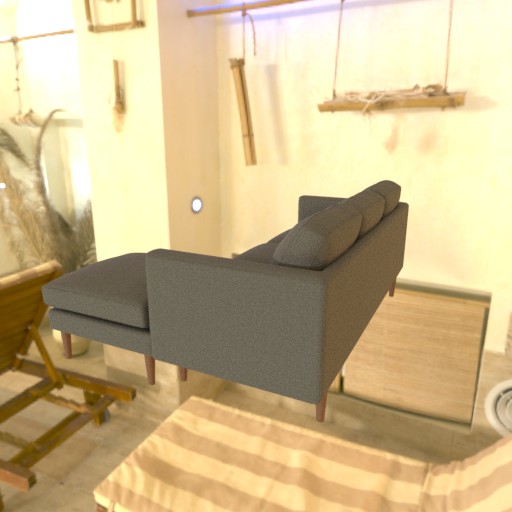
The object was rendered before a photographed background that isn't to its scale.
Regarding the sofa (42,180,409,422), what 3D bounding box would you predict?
[{"bbox_3d":[0.000,0.000,2.903,1.591,0.897,2.031,8,18,26],"label":"sofa"}]
